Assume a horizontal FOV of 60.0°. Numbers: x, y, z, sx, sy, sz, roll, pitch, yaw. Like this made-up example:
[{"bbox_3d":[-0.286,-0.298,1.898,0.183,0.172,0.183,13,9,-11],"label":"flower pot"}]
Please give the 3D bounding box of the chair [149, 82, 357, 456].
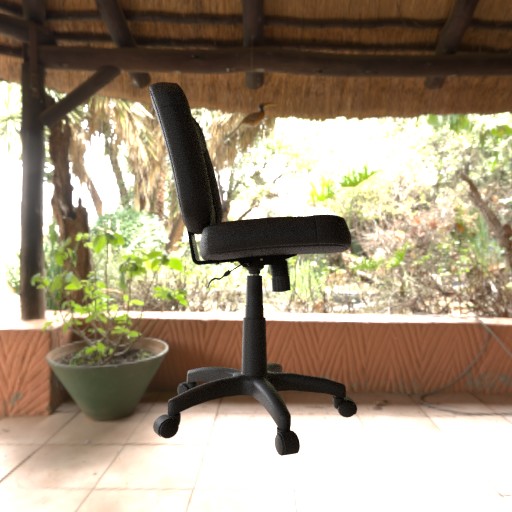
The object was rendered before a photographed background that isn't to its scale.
[{"bbox_3d":[0.000,0.000,1.359,0.610,0.972,0.610,0,0,1],"label":"chair"}]
